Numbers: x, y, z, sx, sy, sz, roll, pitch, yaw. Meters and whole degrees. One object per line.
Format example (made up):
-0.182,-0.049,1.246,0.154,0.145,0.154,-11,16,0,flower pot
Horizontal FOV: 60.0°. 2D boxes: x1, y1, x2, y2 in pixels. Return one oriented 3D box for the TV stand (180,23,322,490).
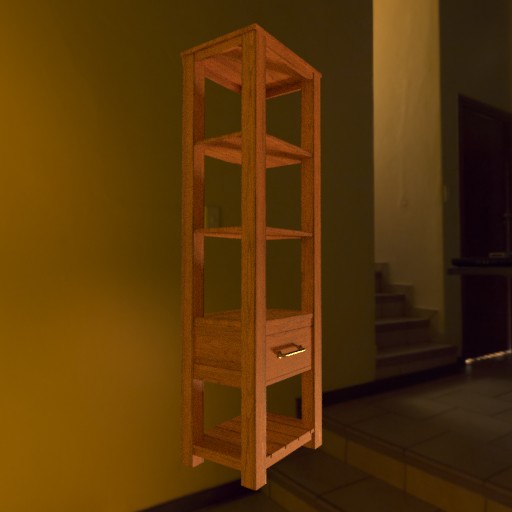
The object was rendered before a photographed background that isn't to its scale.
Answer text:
0.000,0.000,2.068,0.435,1.828,0.565,-1,-2,36,TV stand
